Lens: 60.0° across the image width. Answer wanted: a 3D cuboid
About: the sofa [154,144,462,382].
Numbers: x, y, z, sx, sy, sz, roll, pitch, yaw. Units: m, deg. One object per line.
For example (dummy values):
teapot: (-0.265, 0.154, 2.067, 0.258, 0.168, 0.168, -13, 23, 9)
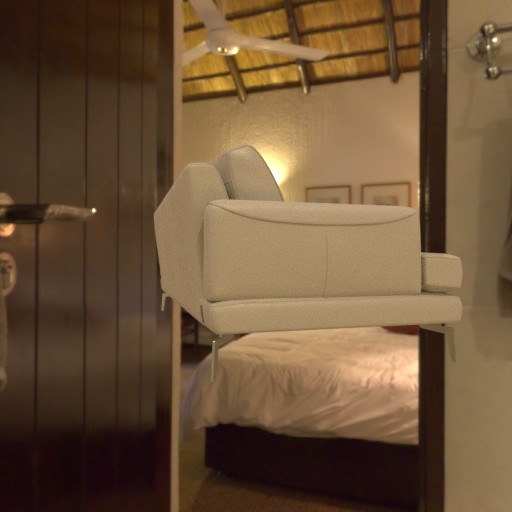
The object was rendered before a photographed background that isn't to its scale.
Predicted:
sofa: (0.000, 0.000, 2.348, 0.974, 0.765, 1.940, 0, 0, -17)
